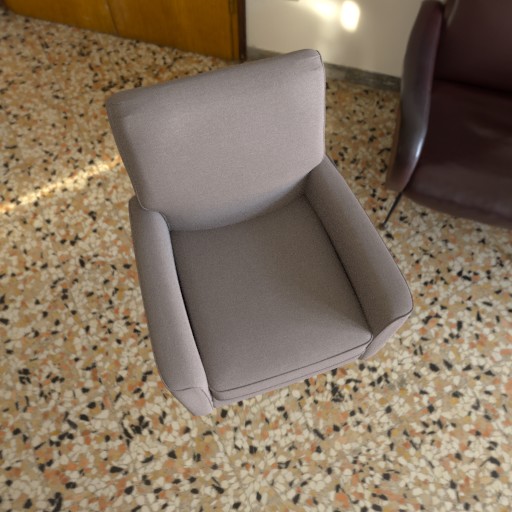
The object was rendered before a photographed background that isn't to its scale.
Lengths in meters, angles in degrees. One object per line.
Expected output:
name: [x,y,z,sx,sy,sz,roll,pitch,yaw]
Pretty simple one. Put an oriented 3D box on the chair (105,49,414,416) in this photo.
chair: [0.000,0.000,1.600,0.845,1.023,0.859,-17,65,-8]
